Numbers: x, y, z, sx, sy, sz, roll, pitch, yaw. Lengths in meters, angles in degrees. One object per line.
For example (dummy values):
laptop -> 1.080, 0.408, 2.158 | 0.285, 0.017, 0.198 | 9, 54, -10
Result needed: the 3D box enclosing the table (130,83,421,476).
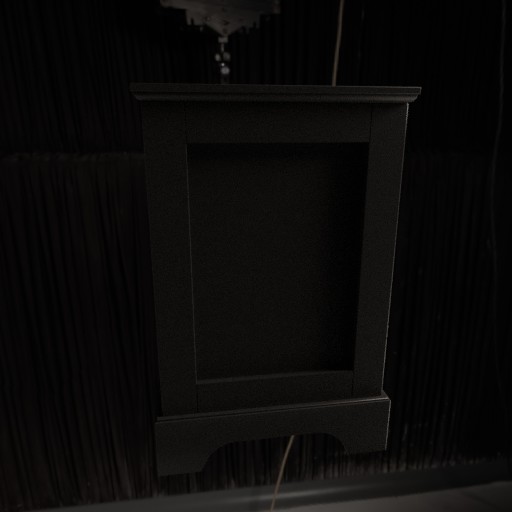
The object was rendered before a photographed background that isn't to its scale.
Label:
table -> 0.000, 0.000, 0.896 | 0.399, 0.610, 0.460 | -3, 17, -9
